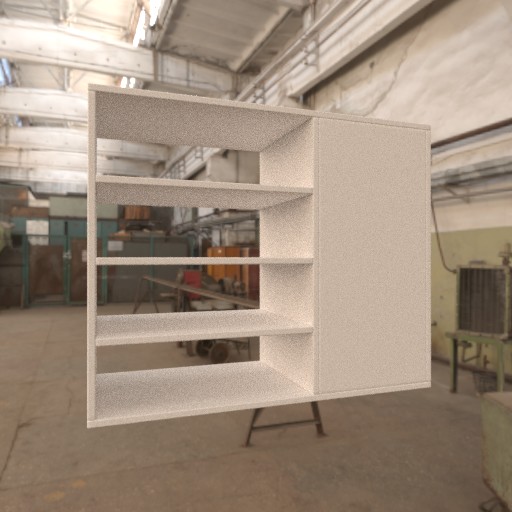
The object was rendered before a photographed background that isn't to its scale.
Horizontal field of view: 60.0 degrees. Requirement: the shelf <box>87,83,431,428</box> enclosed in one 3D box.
[{"bbox_3d":[0.000,0.000,1.272,0.895,0.732,0.396,0,0,-19],"label":"shelf"}]
